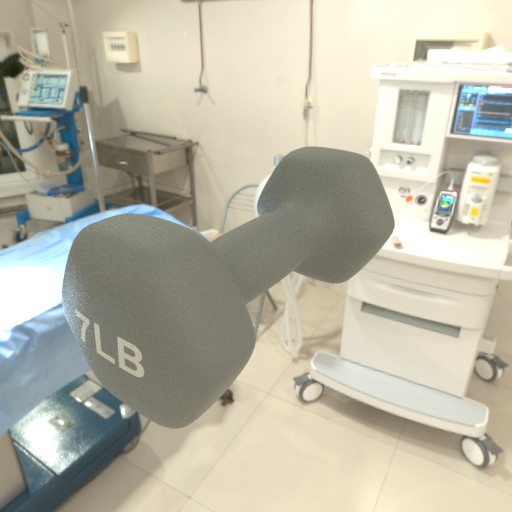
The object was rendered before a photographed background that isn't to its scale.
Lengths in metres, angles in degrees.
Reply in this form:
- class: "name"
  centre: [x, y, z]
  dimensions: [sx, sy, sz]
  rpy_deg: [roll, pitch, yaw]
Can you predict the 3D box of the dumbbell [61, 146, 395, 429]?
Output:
- class: "dumbbell"
  centre: [0.000, 0.000, 0.228]
  dimensions: [0.090, 0.081, 0.184]
  rpy_deg: [19, 32, 32]
